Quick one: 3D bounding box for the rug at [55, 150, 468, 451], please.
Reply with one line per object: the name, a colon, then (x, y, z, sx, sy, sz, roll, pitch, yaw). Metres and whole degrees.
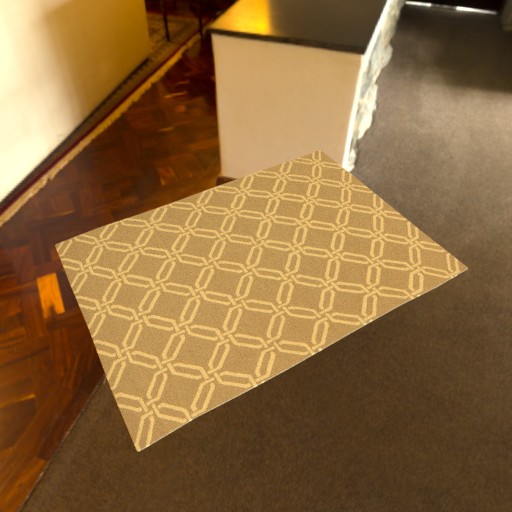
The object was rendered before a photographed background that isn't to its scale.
rug: (0.000, 0.000, 2.780, 2.135, 0.013, 1.524, -23, 51, -21)
